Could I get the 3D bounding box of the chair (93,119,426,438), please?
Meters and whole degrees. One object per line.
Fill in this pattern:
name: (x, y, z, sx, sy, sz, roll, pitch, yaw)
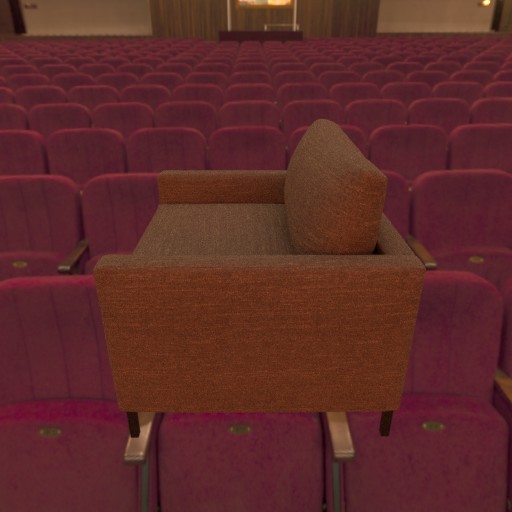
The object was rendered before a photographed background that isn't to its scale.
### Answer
chair: (0.000, 0.000, 1.572, 0.845, 0.841, 0.940, 0, 26, 0)
